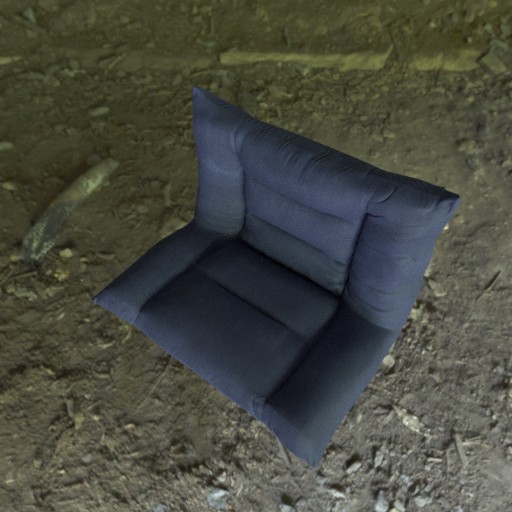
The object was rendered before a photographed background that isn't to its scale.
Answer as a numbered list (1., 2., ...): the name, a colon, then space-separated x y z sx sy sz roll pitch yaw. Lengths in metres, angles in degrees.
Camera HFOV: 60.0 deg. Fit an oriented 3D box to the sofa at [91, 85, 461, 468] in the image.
1. sofa: 0.000 0.000 1.675 1.122 0.778 0.849 29 54 25
